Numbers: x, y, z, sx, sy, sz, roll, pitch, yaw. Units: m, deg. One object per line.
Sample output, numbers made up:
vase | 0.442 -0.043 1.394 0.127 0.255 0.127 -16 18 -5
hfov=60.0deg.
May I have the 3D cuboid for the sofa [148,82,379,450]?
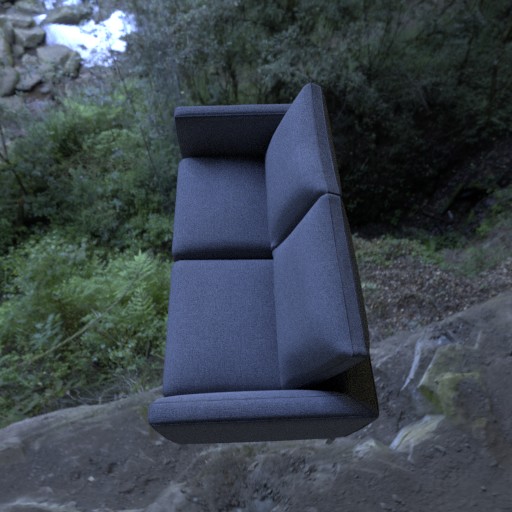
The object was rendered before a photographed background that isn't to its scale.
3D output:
sofa | 0.000 0.000 2.095 0.803 0.924 1.594 -2 58 -1
